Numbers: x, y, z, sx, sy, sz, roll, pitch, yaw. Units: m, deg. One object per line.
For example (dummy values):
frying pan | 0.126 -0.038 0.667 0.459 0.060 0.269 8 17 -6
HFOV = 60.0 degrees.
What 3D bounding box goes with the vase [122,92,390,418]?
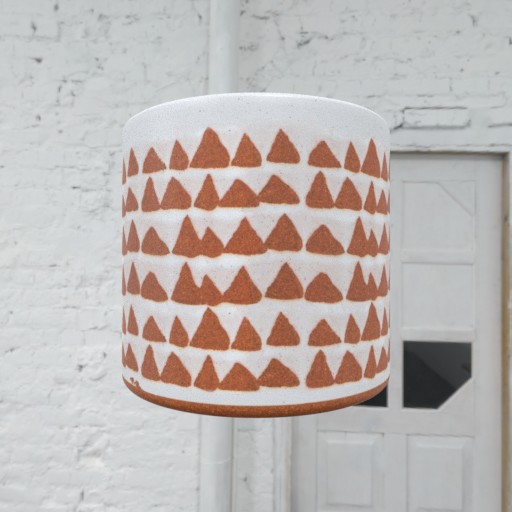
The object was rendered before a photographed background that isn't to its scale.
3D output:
vase | 0.000 0.000 0.236 0.137 0.127 0.137 0 0 0
